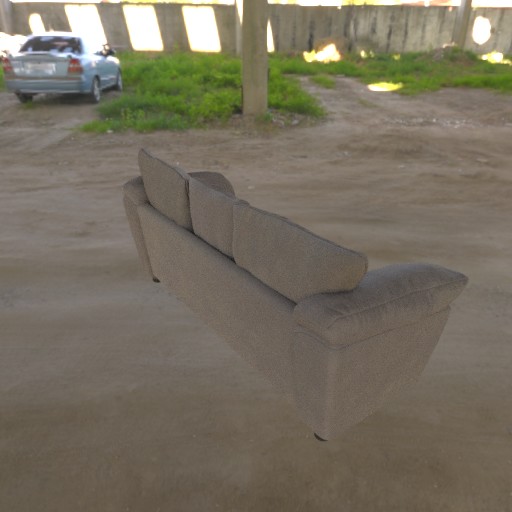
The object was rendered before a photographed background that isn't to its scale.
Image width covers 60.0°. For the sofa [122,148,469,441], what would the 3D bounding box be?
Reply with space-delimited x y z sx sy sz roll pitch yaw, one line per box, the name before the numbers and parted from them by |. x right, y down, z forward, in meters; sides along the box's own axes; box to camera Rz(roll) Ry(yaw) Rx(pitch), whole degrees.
sofa | 0.000 0.000 2.833 0.878 1.073 2.336 -18 32 -32
